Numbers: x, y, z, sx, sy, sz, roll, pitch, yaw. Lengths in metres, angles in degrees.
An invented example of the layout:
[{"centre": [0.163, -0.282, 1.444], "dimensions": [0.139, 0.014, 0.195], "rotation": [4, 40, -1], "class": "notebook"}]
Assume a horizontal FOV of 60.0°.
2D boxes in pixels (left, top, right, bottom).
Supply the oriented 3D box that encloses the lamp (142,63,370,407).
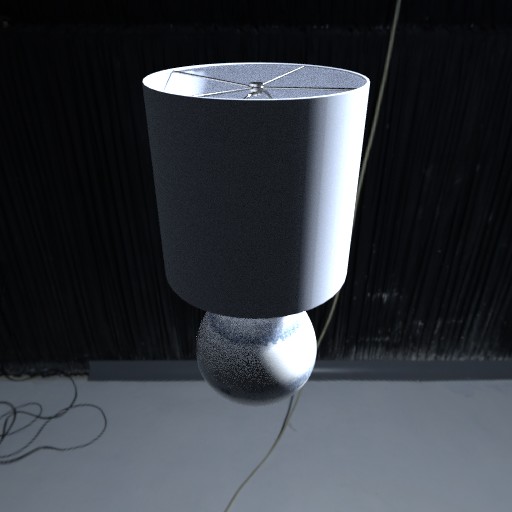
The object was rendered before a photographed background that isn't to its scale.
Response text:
[{"centre": [0.000, 0.000, 0.534], "dimensions": [0.216, 0.404, 0.216], "rotation": [1, 30, 1], "class": "lamp"}]
